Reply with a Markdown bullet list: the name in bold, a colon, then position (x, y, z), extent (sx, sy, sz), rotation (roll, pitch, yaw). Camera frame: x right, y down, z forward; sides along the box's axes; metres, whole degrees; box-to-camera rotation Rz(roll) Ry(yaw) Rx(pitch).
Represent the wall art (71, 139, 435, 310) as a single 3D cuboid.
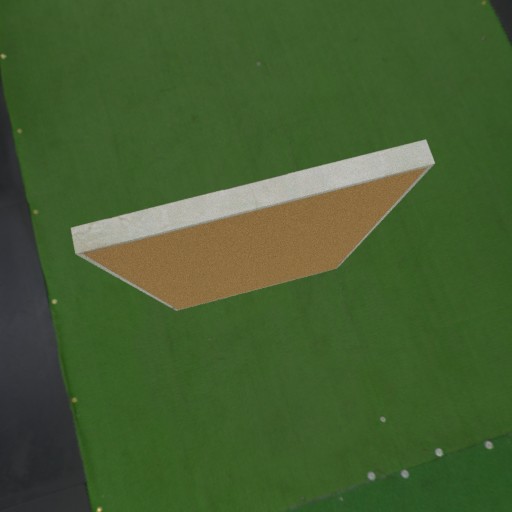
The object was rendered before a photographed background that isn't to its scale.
- **wall art**: position (0.000, 0.000, 0.981), extent (0.508, 0.764, 0.038), rotation (-14, 78, -3)
